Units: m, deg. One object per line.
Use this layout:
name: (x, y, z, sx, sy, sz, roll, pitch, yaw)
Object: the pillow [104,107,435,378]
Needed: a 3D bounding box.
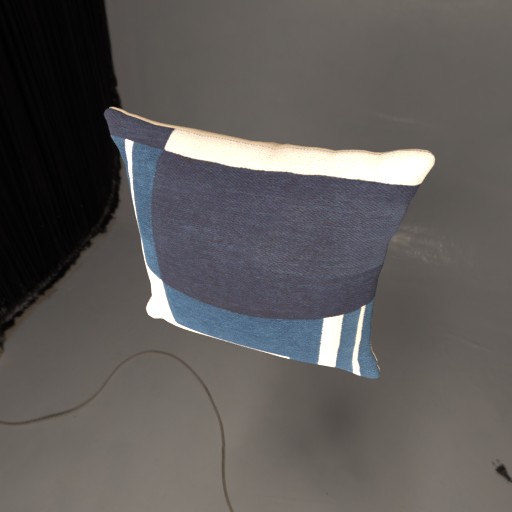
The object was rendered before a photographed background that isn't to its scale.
pillow: (0.000, 0.000, 0.809, 0.536, 0.506, 0.229, 13, 43, 14)
